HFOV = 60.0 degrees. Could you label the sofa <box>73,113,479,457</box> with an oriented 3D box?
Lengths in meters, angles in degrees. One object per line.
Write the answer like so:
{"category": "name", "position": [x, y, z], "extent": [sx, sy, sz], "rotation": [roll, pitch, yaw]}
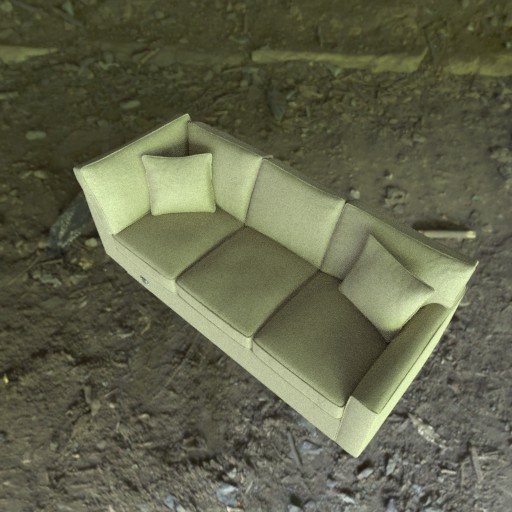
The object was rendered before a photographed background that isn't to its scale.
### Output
{"category": "sofa", "position": [0.000, 0.000, 2.873], "extent": [2.323, 0.948, 1.053], "rotation": [33, 55, 27]}
